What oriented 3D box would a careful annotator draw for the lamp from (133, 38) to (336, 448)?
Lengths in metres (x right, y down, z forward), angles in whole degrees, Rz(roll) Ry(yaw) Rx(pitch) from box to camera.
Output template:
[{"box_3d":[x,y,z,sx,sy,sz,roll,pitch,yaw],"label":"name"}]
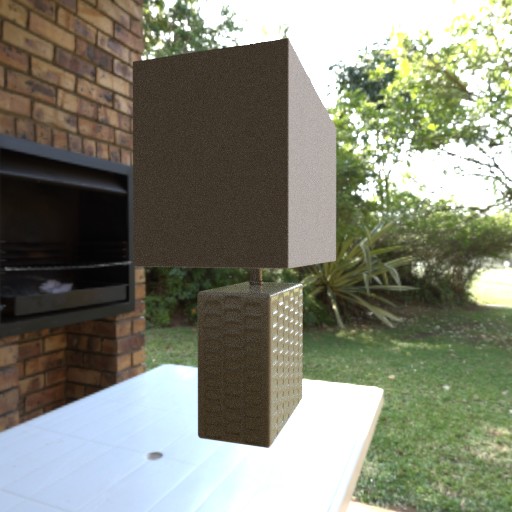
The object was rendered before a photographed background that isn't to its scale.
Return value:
[{"box_3d":[0.000,0.000,0.704,0.200,0.515,0.380,0,1,18],"label":"lamp"}]
